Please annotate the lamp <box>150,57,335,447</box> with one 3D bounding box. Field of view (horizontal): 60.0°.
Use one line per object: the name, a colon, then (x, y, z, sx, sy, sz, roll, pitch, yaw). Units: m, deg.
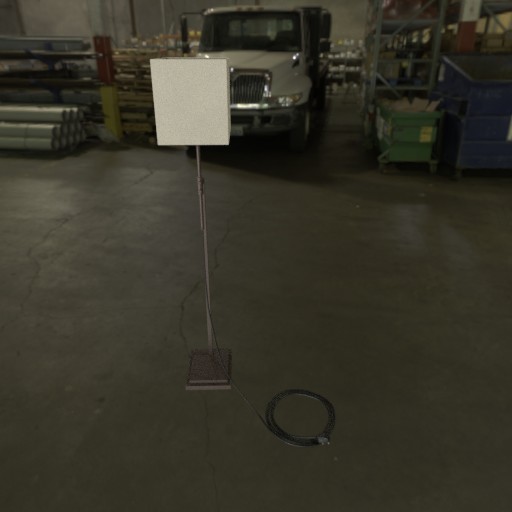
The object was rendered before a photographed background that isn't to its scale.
lamp: (0.000, 0.000, 1.971, 0.774, 1.600, 0.698, -1, 25, -2)
